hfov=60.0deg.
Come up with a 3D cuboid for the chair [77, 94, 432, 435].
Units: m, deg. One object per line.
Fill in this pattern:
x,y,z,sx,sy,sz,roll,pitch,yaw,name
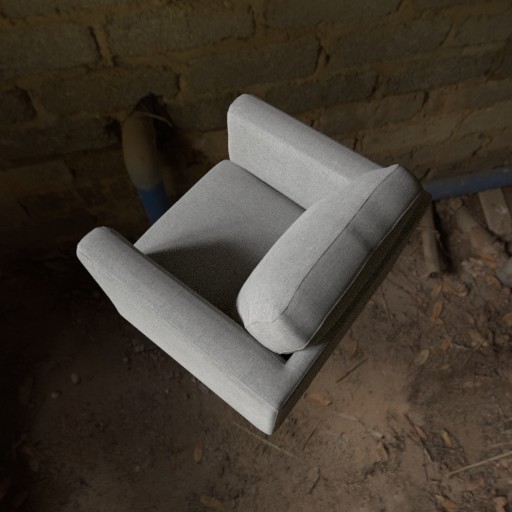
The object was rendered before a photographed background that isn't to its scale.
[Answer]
0.000,0.000,1.577,0.800,0.927,0.855,35,68,16,chair
